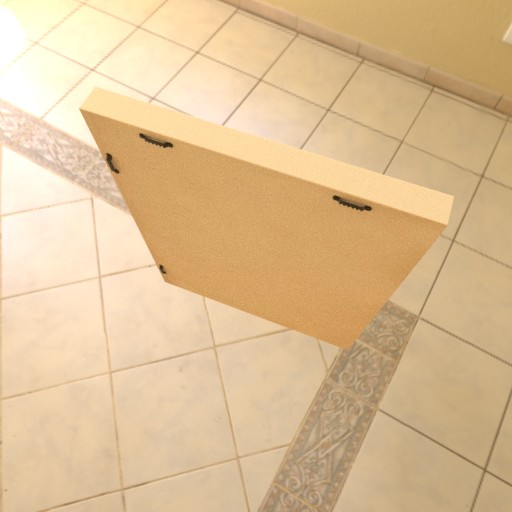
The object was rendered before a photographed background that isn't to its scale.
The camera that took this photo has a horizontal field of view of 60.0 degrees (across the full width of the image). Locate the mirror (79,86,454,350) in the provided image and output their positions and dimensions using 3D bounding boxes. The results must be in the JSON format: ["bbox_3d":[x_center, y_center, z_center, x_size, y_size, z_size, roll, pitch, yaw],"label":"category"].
[{"bbox_3d":[0.000,0.000,0.690,0.405,0.508,0.041,19,66,9],"label":"mirror"}]
